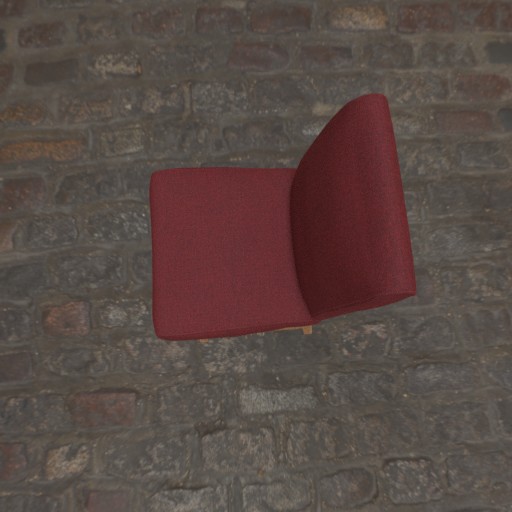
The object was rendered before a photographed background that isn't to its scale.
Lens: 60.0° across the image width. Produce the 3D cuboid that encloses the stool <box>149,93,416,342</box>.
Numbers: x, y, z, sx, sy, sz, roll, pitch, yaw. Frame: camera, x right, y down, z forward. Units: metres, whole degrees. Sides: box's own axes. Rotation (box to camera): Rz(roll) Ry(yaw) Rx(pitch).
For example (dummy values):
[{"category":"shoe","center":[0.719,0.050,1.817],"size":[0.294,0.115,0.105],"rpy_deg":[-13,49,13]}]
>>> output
[{"category":"stool","center":[0.000,0.000,1.315],"size":[0.562,1.038,0.468],"rpy_deg":[-4,78,-1]}]
